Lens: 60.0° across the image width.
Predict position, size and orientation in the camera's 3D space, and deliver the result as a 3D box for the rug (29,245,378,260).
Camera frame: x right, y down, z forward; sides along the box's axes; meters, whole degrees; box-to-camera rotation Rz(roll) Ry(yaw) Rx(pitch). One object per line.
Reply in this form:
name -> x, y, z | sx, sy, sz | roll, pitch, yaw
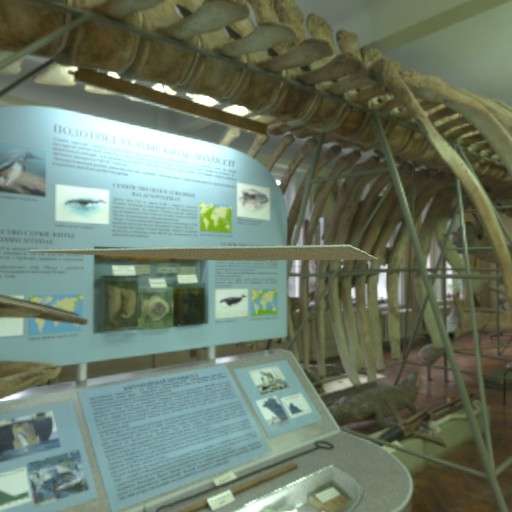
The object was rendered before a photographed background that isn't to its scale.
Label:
rug -> 0.000, 0.000, 3.087 | 1.545, 0.016, 2.460 | -1, -2, 18
